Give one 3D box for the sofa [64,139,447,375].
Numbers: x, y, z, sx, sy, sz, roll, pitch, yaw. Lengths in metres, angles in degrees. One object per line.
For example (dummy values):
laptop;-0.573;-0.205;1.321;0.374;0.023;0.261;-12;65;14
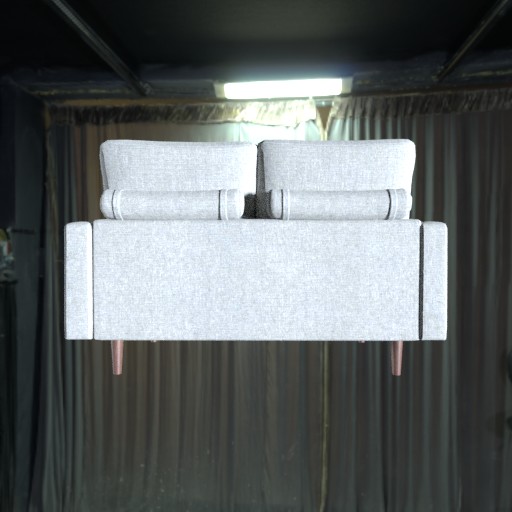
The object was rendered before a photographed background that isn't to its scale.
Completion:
sofa;0.000;0.000;1.997;1.407;0.907;0.842;0;1;1
